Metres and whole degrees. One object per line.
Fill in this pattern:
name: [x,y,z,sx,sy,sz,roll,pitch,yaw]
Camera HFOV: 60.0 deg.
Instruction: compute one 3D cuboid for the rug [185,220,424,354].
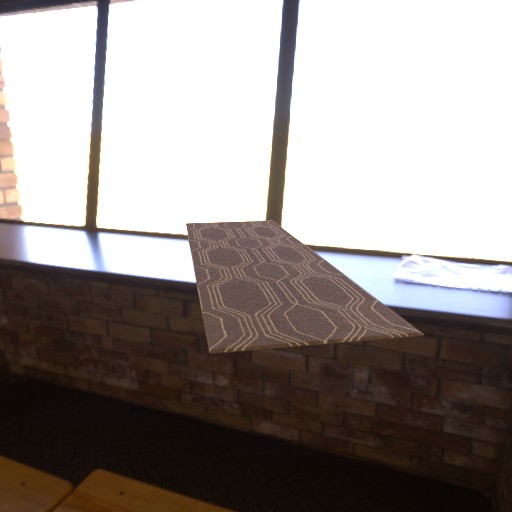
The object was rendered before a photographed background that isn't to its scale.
rug: [0.000,0.000,2.701,0.773,0.012,2.464,-3,15,-10]
